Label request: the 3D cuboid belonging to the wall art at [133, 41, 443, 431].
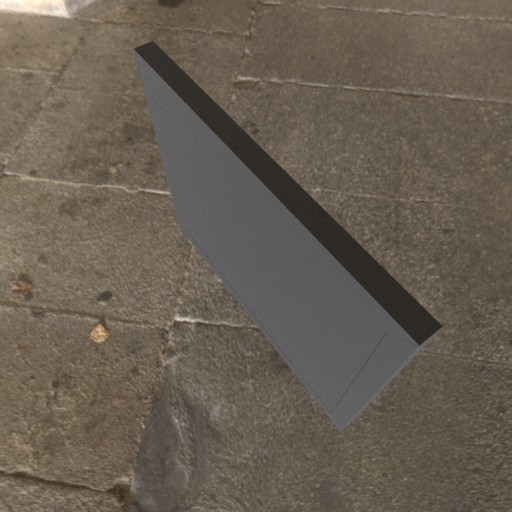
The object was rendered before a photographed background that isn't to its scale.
[{"bbox_3d":[0.000,0.000,0.527,0.024,0.329,0.404,-32,64,-18],"label":"wall art"}]
